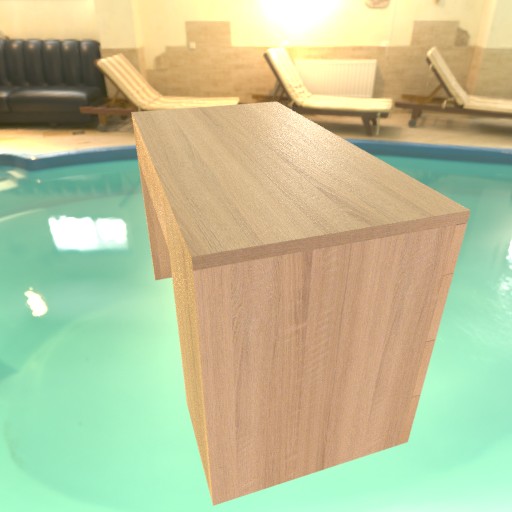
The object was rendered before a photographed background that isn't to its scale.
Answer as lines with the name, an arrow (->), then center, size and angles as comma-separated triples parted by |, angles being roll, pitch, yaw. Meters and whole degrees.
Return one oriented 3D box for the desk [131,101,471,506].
desk -> 0.000, 0.000, 1.460 | 0.600, 0.731, 1.100 | -10, 32, -16
